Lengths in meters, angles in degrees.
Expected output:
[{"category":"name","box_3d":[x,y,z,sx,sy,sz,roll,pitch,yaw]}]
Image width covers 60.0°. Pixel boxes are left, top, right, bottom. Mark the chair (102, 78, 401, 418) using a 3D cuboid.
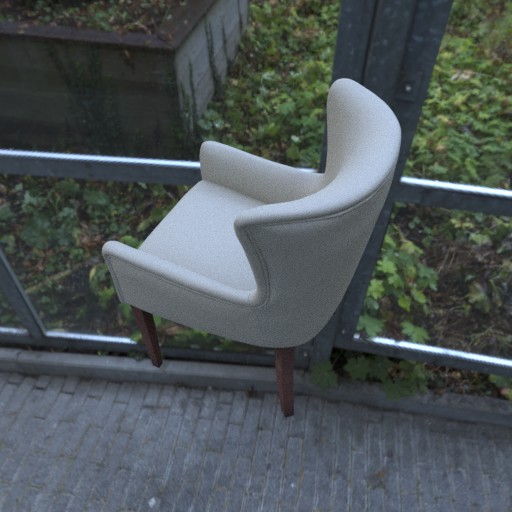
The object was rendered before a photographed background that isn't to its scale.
[{"category":"chair","box_3d":[0.000,0.000,1.412,0.686,0.952,0.660,18,49,17]}]
